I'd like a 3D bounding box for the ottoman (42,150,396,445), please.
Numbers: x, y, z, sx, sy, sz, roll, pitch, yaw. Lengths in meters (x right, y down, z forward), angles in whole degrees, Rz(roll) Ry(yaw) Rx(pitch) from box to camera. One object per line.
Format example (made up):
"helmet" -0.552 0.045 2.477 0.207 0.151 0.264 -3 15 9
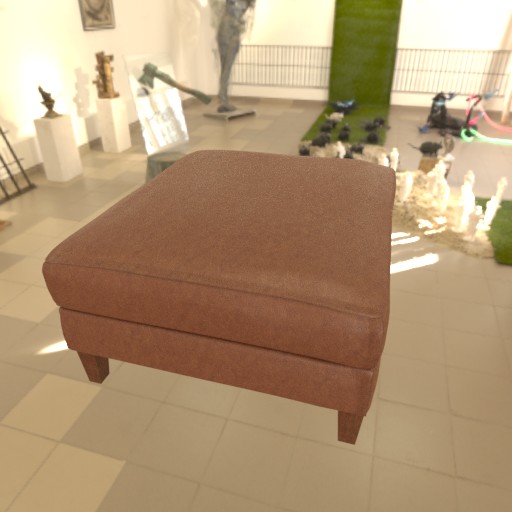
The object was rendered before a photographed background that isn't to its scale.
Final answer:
"ottoman" 0.000 0.000 1.457 0.836 0.472 0.987 8 31 14
